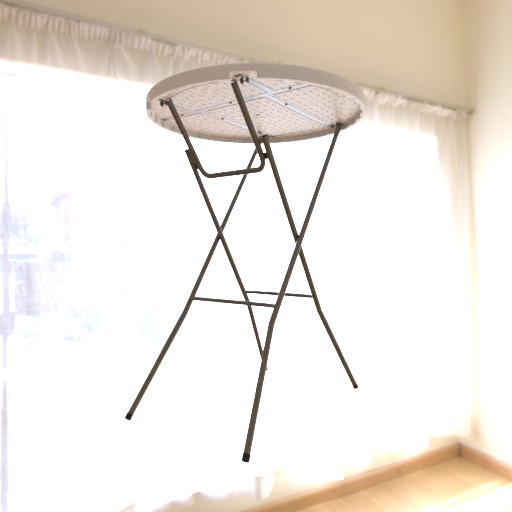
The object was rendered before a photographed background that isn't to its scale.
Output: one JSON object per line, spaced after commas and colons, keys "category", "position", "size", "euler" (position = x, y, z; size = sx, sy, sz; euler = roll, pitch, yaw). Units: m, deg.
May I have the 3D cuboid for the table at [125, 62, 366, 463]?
{"category": "table", "position": [0.000, 0.000, 1.649], "size": [0.792, 1.105, 0.795], "euler": [1, 1, 36]}
